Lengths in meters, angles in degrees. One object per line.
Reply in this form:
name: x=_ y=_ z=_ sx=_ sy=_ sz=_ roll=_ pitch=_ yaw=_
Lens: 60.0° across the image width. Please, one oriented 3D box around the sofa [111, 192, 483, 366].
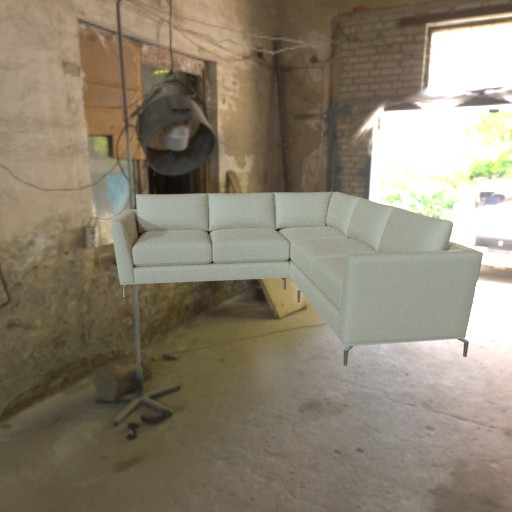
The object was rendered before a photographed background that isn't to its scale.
sofa: x=0.000 y=0.000 z=3.704 sx=2.430 sy=0.867 sz=2.448 roll=-2 pitch=13 yaw=-8
